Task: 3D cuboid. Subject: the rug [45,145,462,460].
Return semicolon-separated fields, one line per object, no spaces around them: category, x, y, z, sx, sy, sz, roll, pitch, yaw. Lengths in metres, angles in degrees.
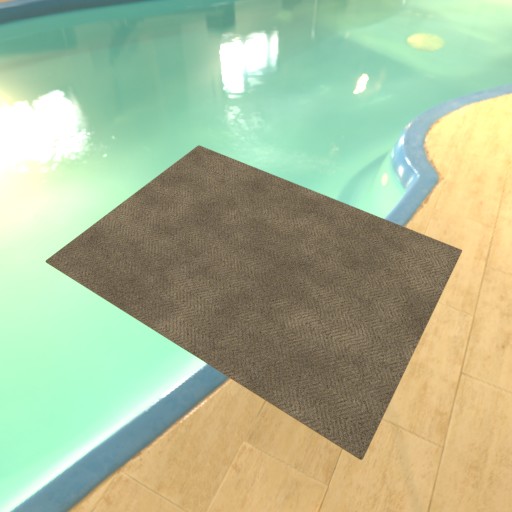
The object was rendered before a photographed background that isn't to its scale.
rug;0.000;0.000;2.915;2.235;0.008;1.600;26;52;22
